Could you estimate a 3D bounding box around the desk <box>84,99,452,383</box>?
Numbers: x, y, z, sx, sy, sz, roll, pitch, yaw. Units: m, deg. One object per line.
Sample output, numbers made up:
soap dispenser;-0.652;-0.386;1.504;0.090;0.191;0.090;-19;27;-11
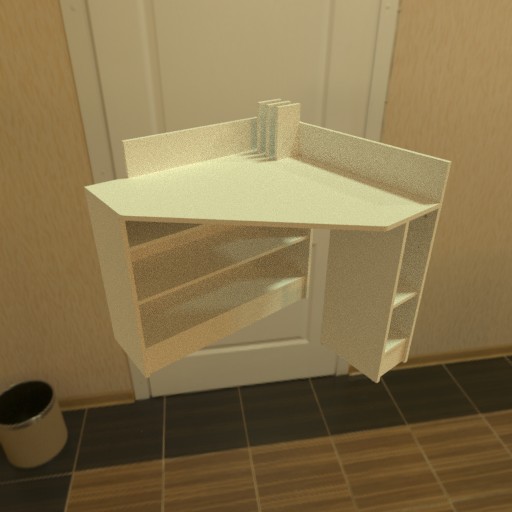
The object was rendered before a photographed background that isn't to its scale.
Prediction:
desk;0.000;0.000;1.765;0.940;0.986;0.940;-21;36;-33
